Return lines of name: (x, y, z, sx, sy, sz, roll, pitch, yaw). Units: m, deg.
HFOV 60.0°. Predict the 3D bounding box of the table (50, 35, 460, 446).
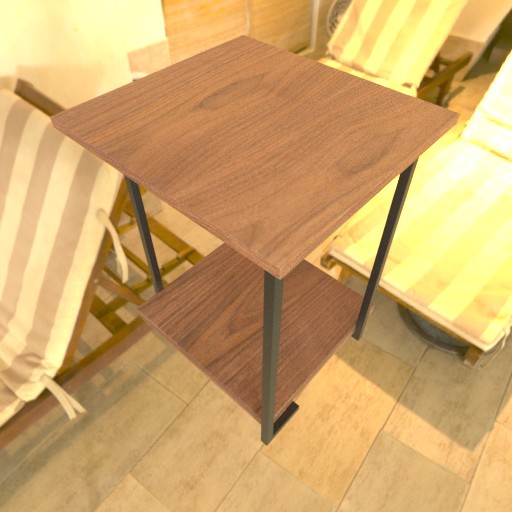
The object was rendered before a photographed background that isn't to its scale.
table: (0.000, 0.000, 0.813, 0.411, 0.567, 0.384, 34, 55, 27)
